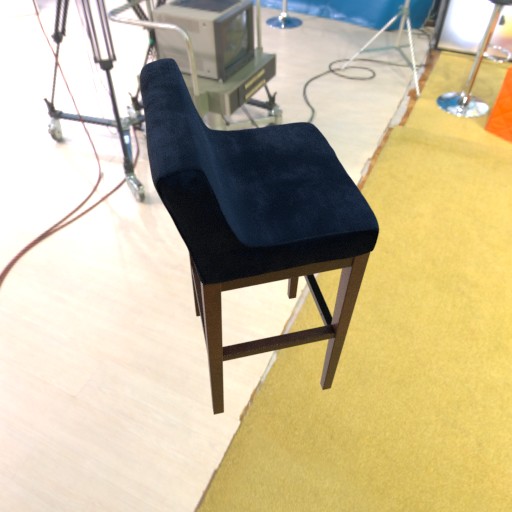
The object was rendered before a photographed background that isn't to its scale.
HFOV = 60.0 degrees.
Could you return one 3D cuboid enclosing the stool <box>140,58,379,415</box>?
[{"bbox_3d":[0.000,0.000,1.349,0.500,1.037,0.511,-10,47,-9],"label":"stool"}]
